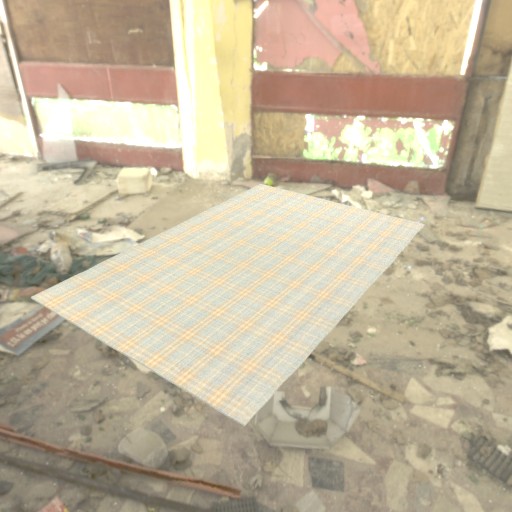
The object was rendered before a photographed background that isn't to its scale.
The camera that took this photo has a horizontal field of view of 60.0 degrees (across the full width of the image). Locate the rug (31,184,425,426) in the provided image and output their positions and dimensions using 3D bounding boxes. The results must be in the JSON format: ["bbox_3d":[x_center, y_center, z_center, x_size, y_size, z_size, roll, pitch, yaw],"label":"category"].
[{"bbox_3d":[0.000,0.000,2.358,1.231,0.012,1.835,19,35,30],"label":"rug"}]
